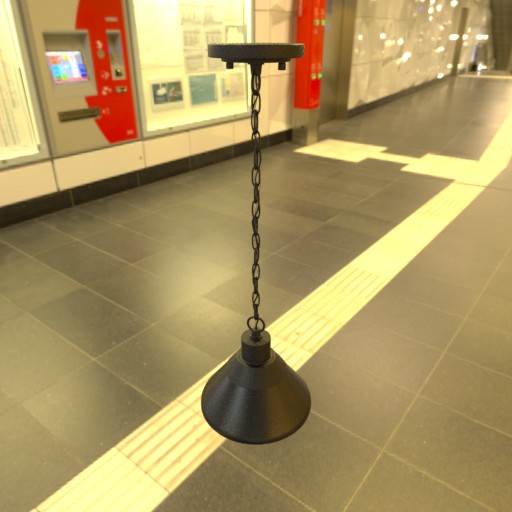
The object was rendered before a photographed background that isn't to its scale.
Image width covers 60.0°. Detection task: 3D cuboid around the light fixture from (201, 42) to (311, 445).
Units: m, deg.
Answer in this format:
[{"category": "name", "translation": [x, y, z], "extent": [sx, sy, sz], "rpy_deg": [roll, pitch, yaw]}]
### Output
[{"category": "light fixture", "translation": [0.000, 0.000, 0.681], "extent": [0.201, 0.588, 0.201], "rpy_deg": [9, 28, 17]}]
